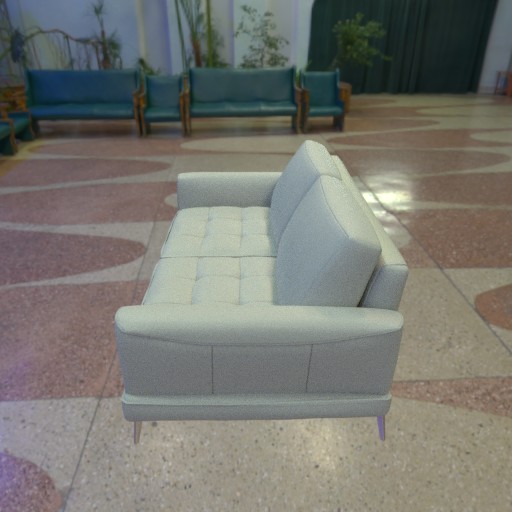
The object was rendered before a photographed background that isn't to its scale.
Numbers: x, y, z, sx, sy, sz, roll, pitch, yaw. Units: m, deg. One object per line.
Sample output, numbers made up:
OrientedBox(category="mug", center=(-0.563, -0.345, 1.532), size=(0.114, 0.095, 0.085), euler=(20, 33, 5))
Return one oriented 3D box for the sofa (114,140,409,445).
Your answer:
OrientedBox(category="sofa", center=(0.000, 0.000, 2.421), size=(1.121, 0.930, 1.819), euler=(0, 28, -1))
